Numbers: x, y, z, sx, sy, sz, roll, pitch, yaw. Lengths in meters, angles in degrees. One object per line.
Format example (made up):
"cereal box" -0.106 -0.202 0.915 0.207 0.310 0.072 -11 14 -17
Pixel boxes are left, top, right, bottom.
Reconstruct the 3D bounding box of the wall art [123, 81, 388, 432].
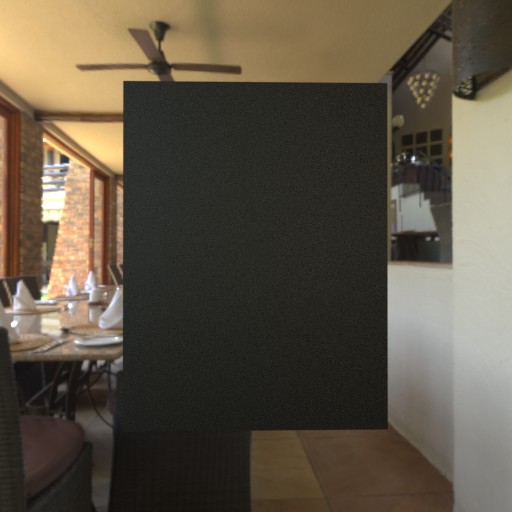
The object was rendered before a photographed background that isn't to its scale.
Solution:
"wall art" 0.000 0.000 1.369 0.806 1.062 0.038 0 0 -1
